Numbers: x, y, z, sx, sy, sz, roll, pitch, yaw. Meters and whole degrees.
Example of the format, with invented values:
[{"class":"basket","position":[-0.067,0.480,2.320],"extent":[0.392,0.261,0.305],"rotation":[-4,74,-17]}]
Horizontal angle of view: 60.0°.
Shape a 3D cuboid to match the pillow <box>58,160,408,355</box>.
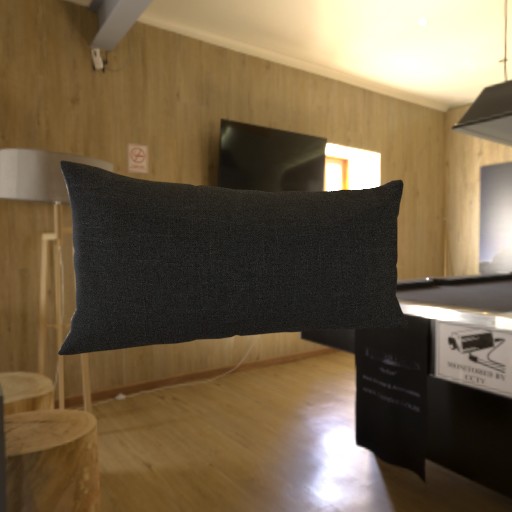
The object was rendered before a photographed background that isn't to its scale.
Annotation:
[{"class":"pillow","position":[0.000,0.000,0.764],"extent":[0.631,0.292,0.148],"rotation":[-1,2,-19]}]
